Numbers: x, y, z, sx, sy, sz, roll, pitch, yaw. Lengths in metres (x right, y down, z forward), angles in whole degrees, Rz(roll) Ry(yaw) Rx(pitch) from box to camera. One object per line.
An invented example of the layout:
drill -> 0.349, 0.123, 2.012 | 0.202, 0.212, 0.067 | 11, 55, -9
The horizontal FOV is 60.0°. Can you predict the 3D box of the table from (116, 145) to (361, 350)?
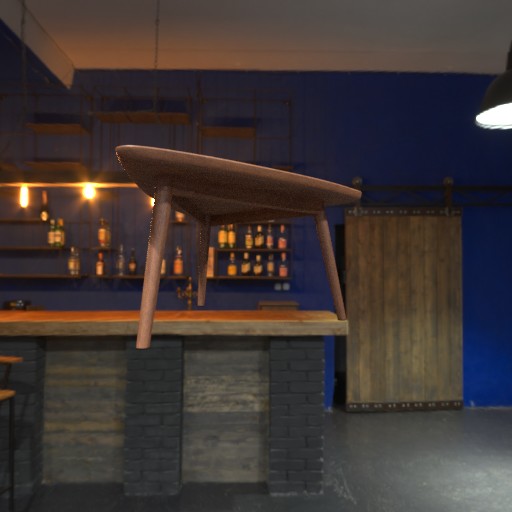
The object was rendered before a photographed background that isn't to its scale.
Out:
table -> 0.000, 0.000, 1.266 | 0.601, 0.365, 1.008 | 0, -1, 0
